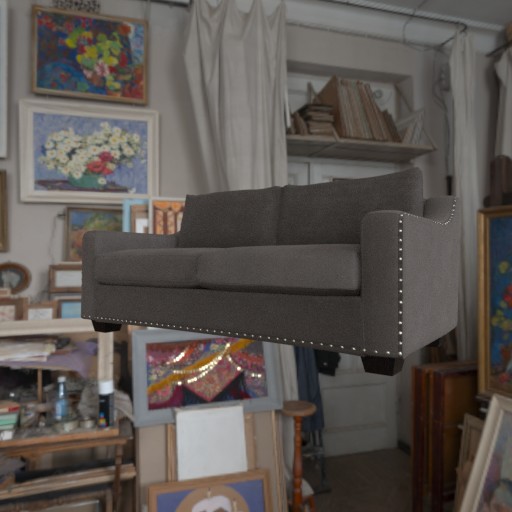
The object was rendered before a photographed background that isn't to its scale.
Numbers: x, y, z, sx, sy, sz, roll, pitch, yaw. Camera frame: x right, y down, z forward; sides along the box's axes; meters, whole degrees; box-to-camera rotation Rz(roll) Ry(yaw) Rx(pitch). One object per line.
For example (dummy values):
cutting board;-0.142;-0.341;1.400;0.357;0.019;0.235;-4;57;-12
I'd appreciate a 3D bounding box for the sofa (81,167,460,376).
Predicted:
sofa;0.000;0.000;3.286;2.550;1.196;1.336;-1;-1;36
